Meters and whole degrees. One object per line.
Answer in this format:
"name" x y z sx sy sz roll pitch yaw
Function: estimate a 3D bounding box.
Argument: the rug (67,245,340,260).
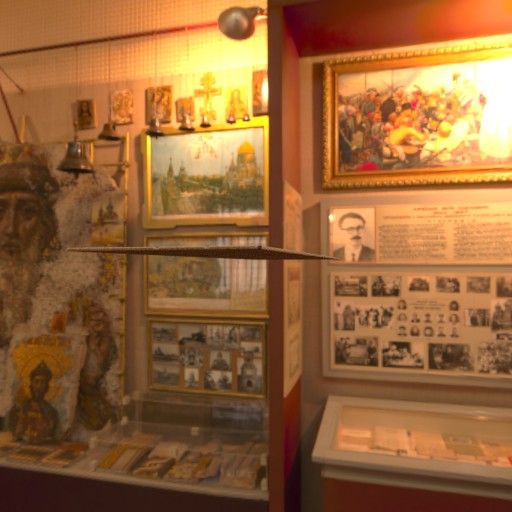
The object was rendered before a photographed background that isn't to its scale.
"rug" 0.000 0.000 2.731 0.762 0.012 2.438 0 -1 17
